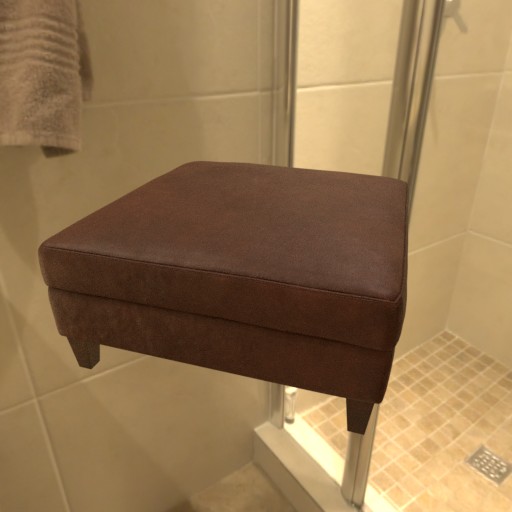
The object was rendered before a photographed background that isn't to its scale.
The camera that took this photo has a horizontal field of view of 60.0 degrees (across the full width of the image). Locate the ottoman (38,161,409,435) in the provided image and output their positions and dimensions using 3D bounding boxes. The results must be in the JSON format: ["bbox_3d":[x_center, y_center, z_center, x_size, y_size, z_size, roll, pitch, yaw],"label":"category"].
[{"bbox_3d":[0.000,0.000,1.316,0.836,0.415,0.844,8,27,16],"label":"ottoman"}]
